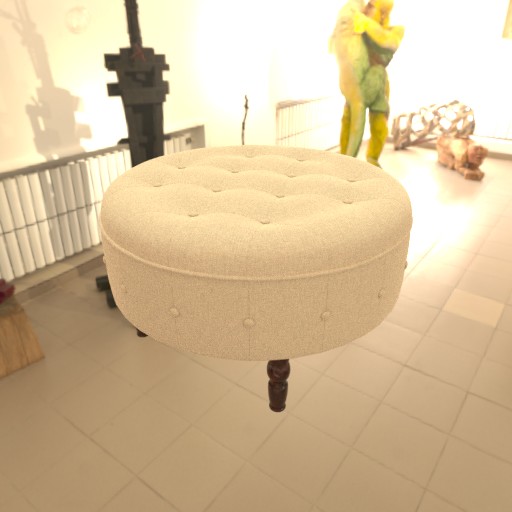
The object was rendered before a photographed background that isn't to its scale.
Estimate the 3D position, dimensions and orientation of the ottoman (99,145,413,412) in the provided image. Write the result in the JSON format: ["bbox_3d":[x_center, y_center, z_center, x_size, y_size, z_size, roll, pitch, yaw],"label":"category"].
[{"bbox_3d":[0.000,0.000,1.330,0.848,0.494,0.848,0,28,0],"label":"ottoman"}]
